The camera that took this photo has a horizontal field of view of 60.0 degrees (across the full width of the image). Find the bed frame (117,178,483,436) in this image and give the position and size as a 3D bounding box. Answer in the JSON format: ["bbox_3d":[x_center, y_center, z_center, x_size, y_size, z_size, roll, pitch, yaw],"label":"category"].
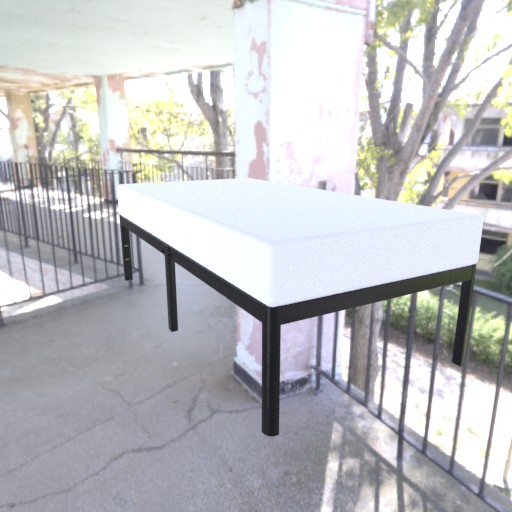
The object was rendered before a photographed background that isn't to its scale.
[{"bbox_3d":[0.000,0.000,2.420,1.023,0.659,1.950,-8,17,-28],"label":"bed frame"}]
